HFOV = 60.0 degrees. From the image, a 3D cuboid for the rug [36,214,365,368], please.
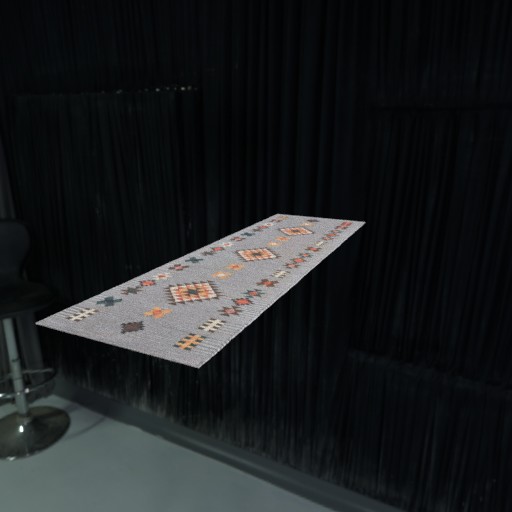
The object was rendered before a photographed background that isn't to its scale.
[{"bbox_3d":[0.000,0.000,2.643,0.766,0.008,2.432,8,18,25],"label":"rug"}]
